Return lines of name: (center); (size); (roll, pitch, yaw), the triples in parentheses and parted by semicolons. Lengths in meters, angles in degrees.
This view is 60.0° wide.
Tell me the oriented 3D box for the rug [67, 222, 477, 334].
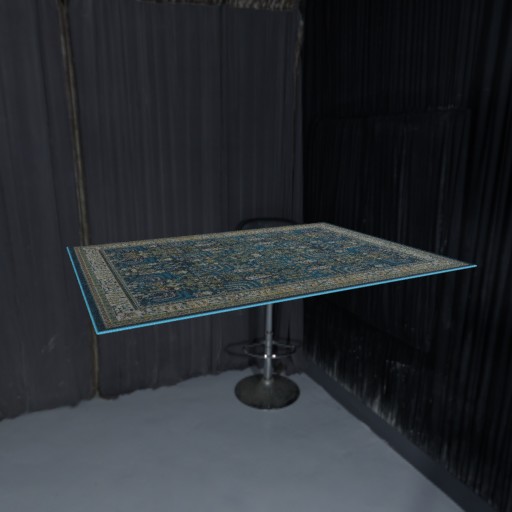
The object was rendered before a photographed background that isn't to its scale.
rug: (0.000, 0.000, 4.040); (3.044, 0.015, 2.226); (-7, 16, -25)
